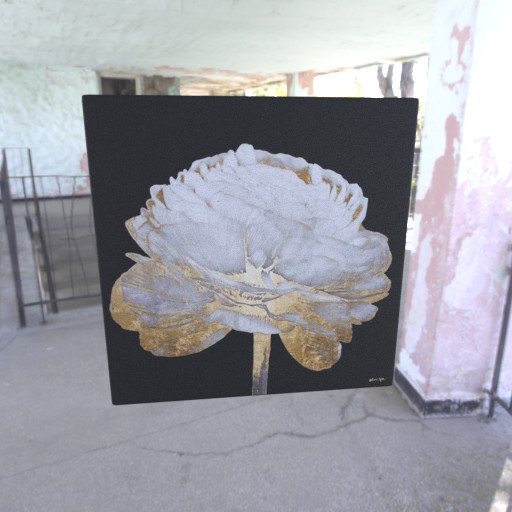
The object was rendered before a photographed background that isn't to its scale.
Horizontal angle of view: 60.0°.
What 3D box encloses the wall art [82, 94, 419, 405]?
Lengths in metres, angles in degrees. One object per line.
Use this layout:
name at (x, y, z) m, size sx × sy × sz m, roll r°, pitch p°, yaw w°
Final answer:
wall art at (0.000, 0.000, 0.602) m, size 0.406 × 0.407 × 0.041 m, roll -2°, pitch 16°, yaw -7°
